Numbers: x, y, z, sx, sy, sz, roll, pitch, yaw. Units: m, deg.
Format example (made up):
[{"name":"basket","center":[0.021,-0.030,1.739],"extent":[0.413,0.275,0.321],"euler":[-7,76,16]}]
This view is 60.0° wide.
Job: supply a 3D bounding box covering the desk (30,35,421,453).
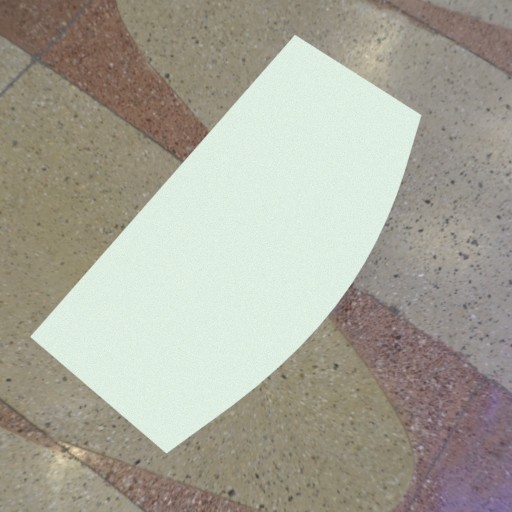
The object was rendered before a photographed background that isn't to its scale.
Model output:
[{"name":"desk","center":[0.000,0.000,2.039],"extent":[0.802,0.750,1.600],"euler":[36,79,9]}]
